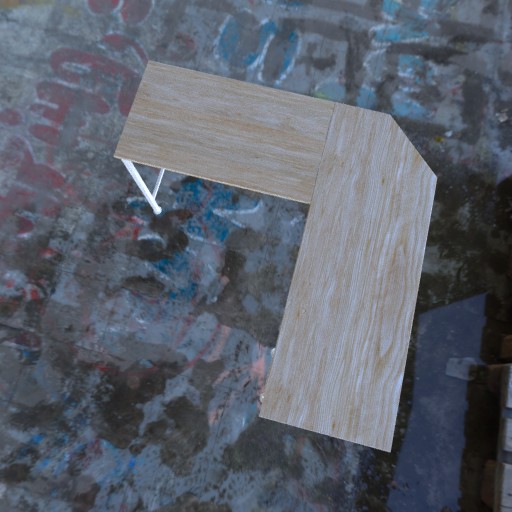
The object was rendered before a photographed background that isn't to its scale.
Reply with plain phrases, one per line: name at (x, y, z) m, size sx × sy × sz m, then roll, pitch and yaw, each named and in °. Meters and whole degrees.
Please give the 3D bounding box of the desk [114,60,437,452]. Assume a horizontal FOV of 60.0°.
desk at (0.000, 0.000, 2.200) m, size 1.379 × 0.739 × 1.379 m, roll 14°, pitch 76°, yaw 4°
